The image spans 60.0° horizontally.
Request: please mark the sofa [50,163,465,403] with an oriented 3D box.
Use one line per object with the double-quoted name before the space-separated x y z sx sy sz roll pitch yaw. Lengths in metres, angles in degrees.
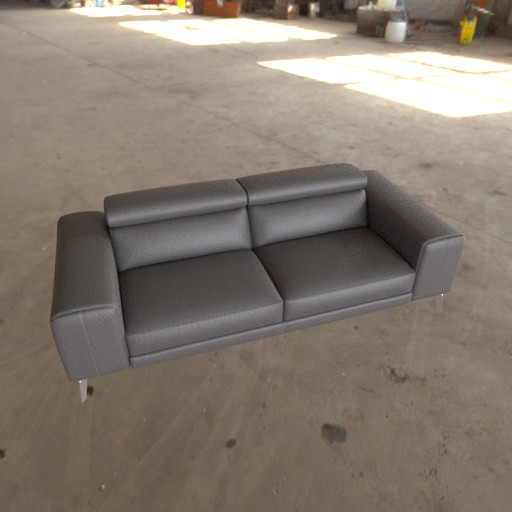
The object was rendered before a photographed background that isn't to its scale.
"sofa" 0.000 0.000 2.805 2.321 0.759 1.023 -11 36 -15
